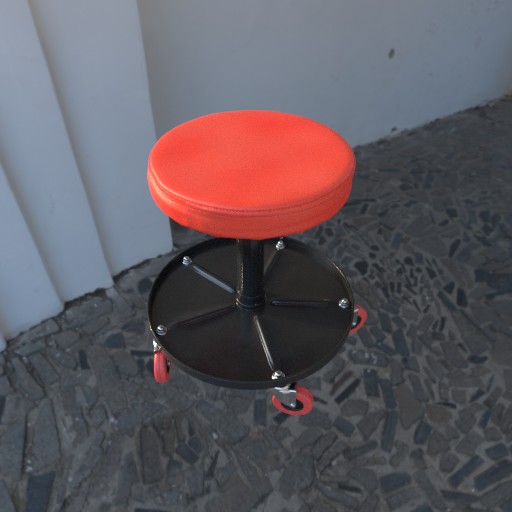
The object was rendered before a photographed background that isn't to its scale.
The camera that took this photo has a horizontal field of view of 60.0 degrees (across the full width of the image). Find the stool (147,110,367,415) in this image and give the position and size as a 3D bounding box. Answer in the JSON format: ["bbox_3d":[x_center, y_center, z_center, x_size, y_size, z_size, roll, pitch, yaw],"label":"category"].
[{"bbox_3d":[0.000,0.000,0.696,0.382,0.365,0.381,-13,42,-15],"label":"stool"}]
